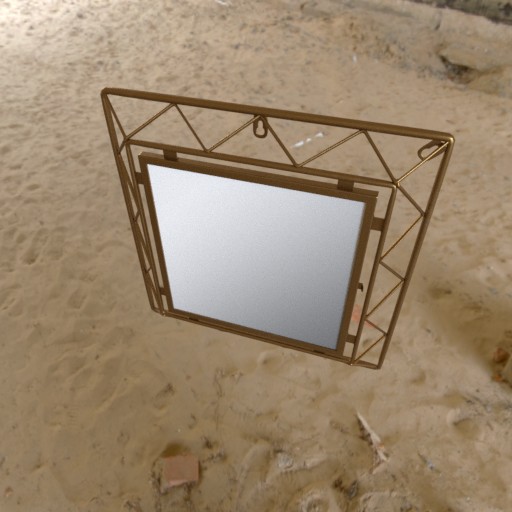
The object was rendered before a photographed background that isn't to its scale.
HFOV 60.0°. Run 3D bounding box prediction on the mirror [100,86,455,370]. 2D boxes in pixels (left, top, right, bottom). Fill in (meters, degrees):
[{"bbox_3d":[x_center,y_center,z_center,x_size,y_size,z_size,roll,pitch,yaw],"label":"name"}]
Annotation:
[{"bbox_3d":[0.000,0.000,0.619,0.416,0.414,0.046,12,43,13],"label":"mirror"}]
